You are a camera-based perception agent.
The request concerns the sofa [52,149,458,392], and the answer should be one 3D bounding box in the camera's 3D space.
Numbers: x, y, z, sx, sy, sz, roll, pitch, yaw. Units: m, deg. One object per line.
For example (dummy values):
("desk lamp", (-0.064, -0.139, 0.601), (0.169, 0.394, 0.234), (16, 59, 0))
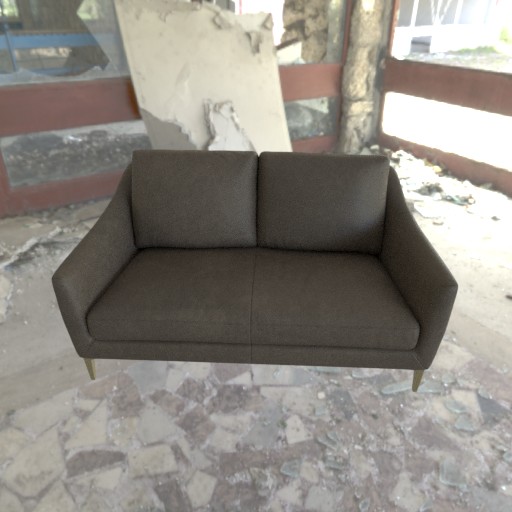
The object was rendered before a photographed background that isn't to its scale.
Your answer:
("sofa", (0.000, 0.000, 2.207), (1.619, 0.902, 0.960), (1, 30, 2))
